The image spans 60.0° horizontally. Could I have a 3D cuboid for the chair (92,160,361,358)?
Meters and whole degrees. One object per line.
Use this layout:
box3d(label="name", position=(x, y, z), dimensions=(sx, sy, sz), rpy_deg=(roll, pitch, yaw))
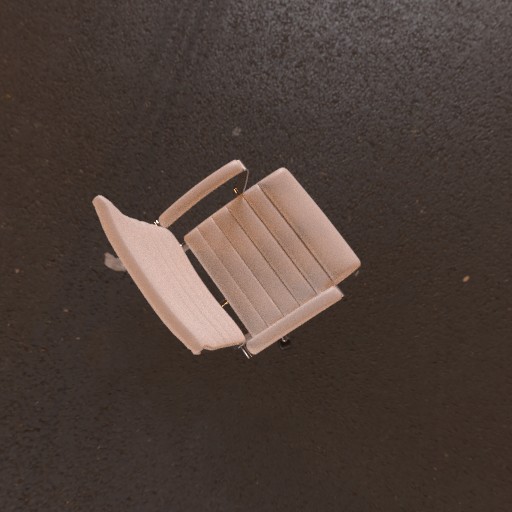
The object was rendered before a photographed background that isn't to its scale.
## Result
box3d(label="chair", position=(0.000, 0.000, 1.573), dimensions=(0.679, 1.149, 0.679), rpy_deg=(-35, 79, -8))
